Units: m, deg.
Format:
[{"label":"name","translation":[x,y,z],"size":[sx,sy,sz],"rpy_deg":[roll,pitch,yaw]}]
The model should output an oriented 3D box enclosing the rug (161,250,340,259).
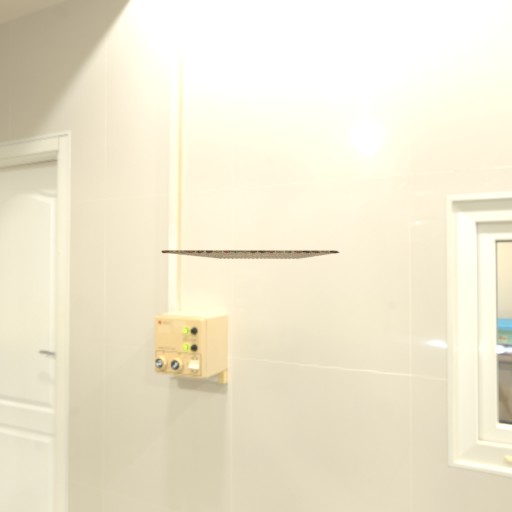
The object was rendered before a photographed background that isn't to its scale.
[{"label":"rug","translation":[0.000,0.000,2.915],"size":[1.324,0.018,2.378],"rpy_deg":[0,-1,17]}]
